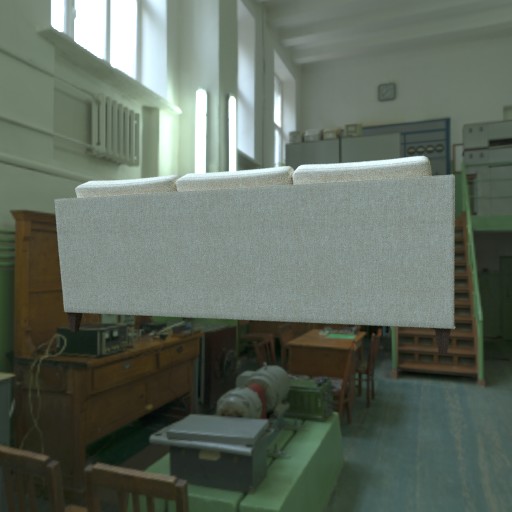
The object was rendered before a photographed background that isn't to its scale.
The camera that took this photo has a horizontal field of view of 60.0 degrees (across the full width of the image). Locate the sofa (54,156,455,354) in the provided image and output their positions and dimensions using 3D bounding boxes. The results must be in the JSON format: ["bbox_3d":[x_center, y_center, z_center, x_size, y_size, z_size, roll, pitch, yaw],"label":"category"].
[{"bbox_3d":[0.000,0.000,2.783,2.210,0.940,1.041,0,-1,19],"label":"sofa"}]
